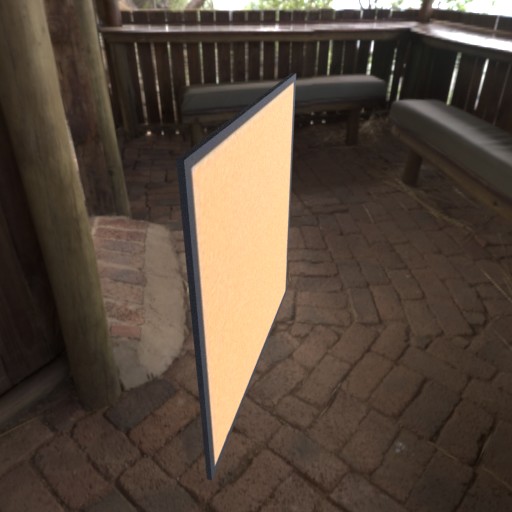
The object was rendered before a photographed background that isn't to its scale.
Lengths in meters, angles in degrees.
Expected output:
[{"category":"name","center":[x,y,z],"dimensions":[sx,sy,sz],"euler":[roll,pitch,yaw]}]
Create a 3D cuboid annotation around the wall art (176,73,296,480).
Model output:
[{"category":"wall art","center":[0.000,0.000,1.227],"dimensions":[0.013,0.823,0.823],"euler":[9,32,14]}]
